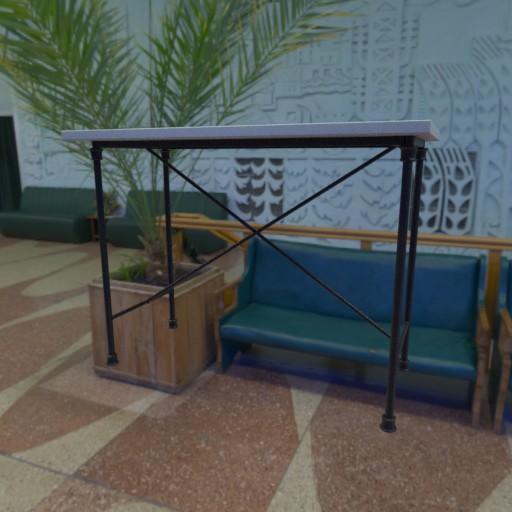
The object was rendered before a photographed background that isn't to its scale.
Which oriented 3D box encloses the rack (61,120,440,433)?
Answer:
[{"bbox_3d":[0.000,0.000,1.626,1.159,0.880,0.613,6,14,23],"label":"rack"}]
